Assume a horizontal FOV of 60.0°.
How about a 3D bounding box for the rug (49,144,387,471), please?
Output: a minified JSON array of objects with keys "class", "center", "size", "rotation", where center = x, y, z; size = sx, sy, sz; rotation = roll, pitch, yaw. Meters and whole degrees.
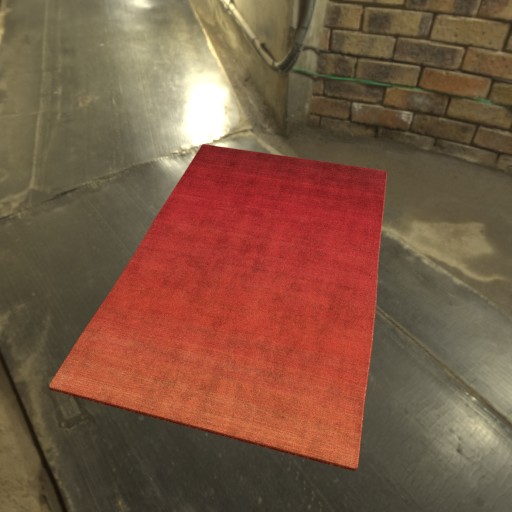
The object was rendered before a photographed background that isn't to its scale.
[{"class":"rug","center":[0.000,0.000,2.262],"size":[1.230,0.018,1.835],"rotation":[11,47,10]}]
